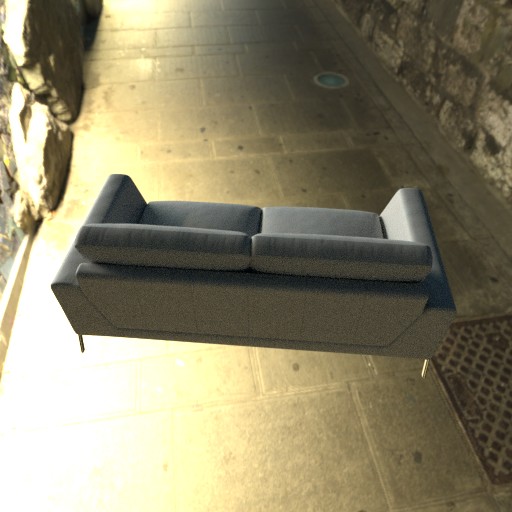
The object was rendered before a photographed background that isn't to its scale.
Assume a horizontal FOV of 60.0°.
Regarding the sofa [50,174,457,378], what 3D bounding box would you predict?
[{"bbox_3d":[0.000,0.000,2.596,2.017,0.875,0.953,3,46,3],"label":"sofa"}]
